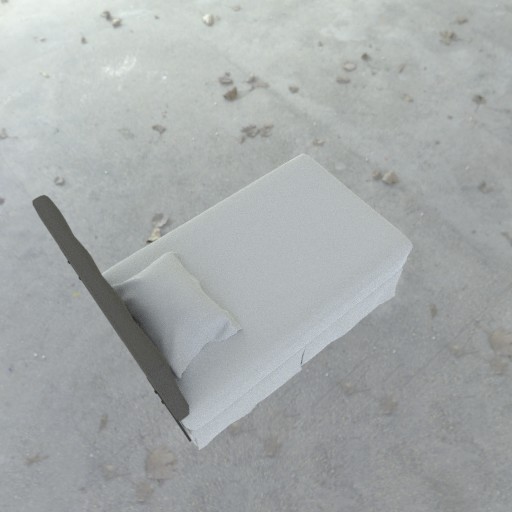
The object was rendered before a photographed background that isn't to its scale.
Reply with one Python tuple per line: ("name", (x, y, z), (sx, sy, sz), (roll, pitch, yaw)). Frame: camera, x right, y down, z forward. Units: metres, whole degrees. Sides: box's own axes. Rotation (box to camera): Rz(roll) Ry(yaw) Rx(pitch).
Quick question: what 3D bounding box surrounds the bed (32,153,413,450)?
("bed", (0.000, 0.000, 2.945), (1.997, 1.571, 1.261), (-34, 63, -20))
